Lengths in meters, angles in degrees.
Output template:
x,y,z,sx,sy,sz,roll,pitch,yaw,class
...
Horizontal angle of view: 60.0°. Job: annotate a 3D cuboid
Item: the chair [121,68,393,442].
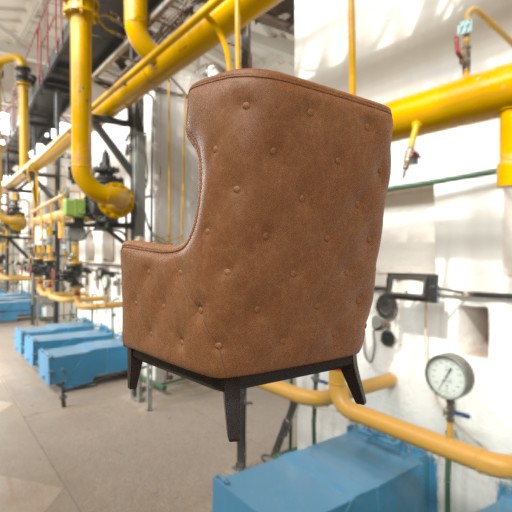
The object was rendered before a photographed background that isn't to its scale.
x,y,z,sx,sy,sz,roll,pitch,yaw,class
0.000,0.000,1.685,0.766,1.079,0.899,0,0,-36,chair
